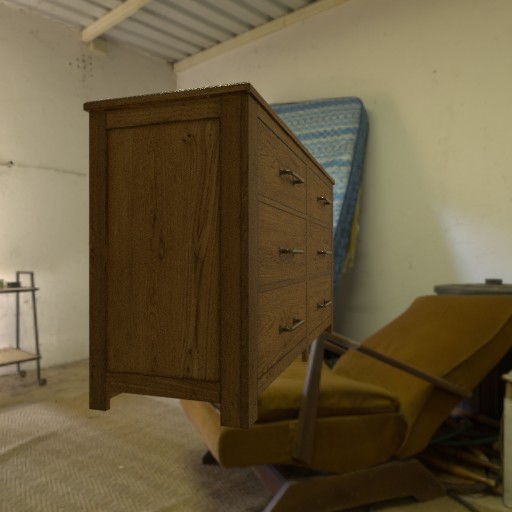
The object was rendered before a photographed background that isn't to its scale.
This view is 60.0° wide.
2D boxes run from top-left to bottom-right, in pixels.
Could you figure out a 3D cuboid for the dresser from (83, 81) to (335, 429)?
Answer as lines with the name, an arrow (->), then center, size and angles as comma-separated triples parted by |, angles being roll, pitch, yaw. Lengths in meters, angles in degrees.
dresser -> 0.000, 0.000, 2.040 | 0.563, 0.932, 1.657 | 0, 0, 18
